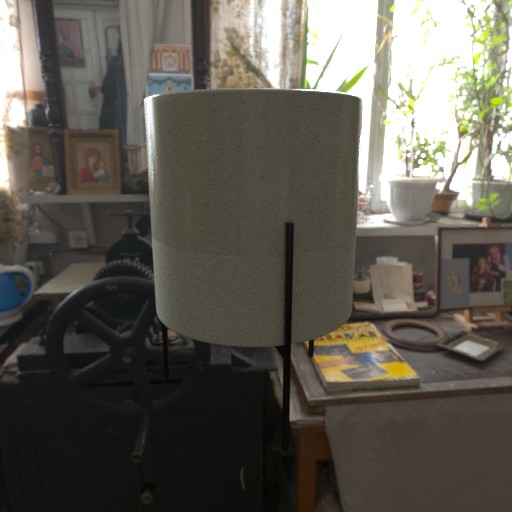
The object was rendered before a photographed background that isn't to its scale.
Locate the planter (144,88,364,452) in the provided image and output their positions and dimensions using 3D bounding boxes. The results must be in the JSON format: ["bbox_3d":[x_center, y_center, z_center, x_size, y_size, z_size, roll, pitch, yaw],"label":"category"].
[{"bbox_3d":[0.000,0.000,0.712,0.314,0.475,0.323,14,20,42],"label":"planter"}]
